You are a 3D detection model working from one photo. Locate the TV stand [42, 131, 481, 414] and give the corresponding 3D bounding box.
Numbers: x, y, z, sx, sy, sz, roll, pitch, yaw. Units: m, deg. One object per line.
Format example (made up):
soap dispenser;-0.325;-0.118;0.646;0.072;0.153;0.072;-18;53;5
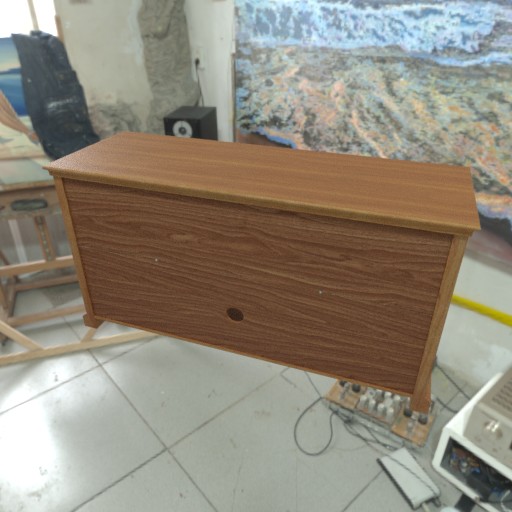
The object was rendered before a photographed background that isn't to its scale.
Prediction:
TV stand;0.000;0.000;1.443;1.181;0.607;0.417;10;32;17
